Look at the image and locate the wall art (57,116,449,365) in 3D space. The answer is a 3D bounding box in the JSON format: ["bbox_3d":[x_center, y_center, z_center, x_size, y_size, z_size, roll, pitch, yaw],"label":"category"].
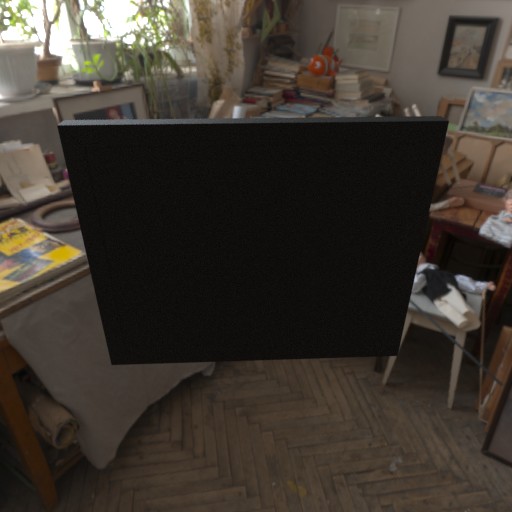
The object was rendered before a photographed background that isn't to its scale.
[{"bbox_3d":[0.000,0.000,0.759,0.558,0.457,0.029,-1,31,-2],"label":"wall art"}]
